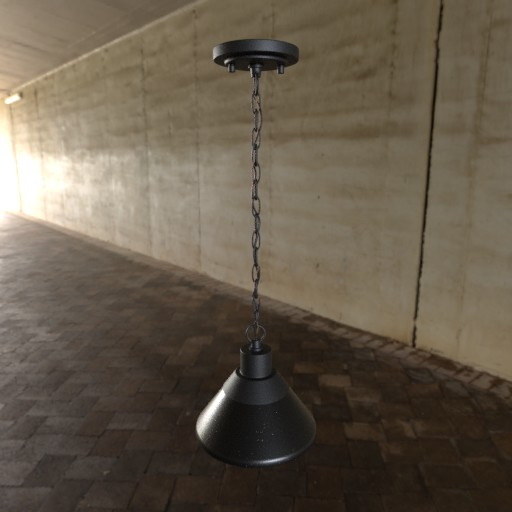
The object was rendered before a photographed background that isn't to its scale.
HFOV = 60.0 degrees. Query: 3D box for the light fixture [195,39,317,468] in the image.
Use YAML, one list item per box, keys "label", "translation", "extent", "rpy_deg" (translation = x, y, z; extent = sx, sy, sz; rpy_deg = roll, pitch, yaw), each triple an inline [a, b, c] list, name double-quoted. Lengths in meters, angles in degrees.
- label: "light fixture"
  translation: [0.000, 0.000, 0.681]
  extent: [0.201, 0.588, 0.201]
  rpy_deg: [-2, 12, -8]
